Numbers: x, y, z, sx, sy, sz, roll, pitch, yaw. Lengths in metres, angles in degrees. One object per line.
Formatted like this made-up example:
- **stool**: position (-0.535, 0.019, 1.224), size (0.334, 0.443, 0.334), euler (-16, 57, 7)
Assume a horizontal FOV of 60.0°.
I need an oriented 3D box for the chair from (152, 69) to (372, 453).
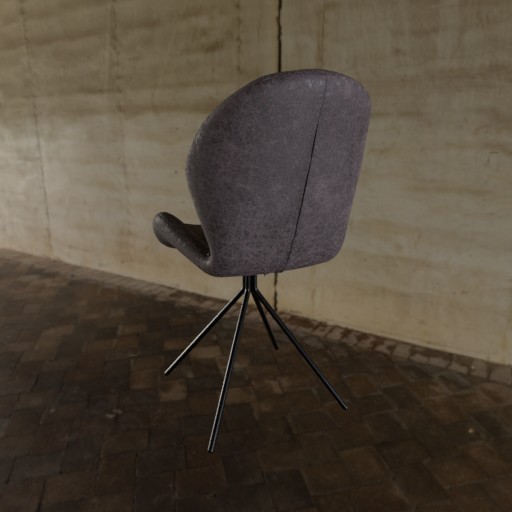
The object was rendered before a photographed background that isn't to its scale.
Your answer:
- **chair**: position (0.000, 0.000, 1.280), size (0.527, 0.934, 0.640), euler (-7, 17, -25)
